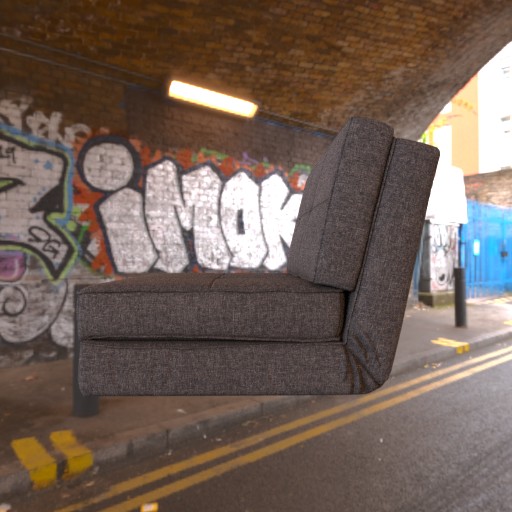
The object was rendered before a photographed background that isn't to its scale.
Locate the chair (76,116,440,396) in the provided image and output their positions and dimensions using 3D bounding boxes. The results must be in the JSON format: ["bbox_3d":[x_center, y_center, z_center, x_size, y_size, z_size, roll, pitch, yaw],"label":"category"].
[{"bbox_3d":[0.000,0.000,1.306,0.800,0.615,0.740,0,0,-1],"label":"chair"}]
